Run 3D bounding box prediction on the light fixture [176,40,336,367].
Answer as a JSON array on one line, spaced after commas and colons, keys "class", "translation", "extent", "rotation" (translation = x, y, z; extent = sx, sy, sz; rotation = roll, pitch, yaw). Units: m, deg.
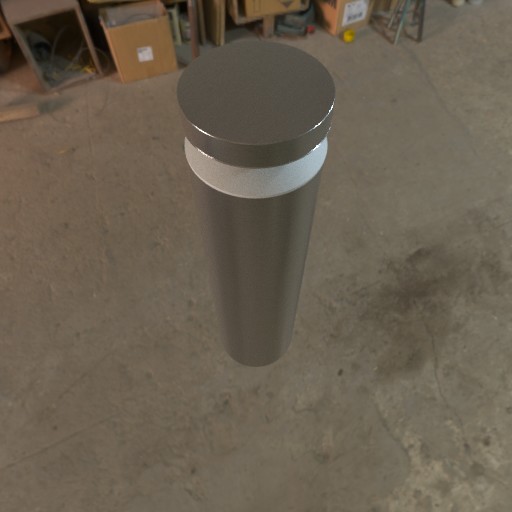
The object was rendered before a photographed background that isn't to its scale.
[{"class": "light fixture", "translation": [0.000, 0.000, 0.448], "extent": [0.102, 0.400, 0.102], "rotation": [32, 63, 18]}]
